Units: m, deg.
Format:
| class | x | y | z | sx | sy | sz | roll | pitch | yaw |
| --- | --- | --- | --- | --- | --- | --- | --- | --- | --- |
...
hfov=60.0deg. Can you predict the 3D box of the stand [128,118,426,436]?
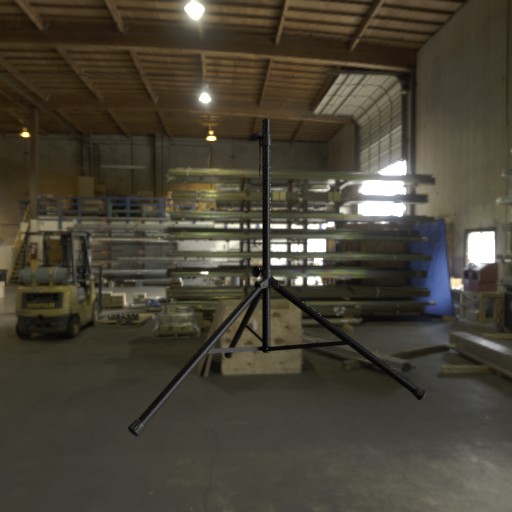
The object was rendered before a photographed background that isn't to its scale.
| class | x | y | z | sx | sy | sz | roll | pitch | yaw |
| --- | --- | --- | --- | --- | --- | --- | --- | --- | --- |
| stand | 0.000 | 0.000 | 2.811 | 1.596 | 1.595 | 1.339 | 0 | 1 | -17 |
